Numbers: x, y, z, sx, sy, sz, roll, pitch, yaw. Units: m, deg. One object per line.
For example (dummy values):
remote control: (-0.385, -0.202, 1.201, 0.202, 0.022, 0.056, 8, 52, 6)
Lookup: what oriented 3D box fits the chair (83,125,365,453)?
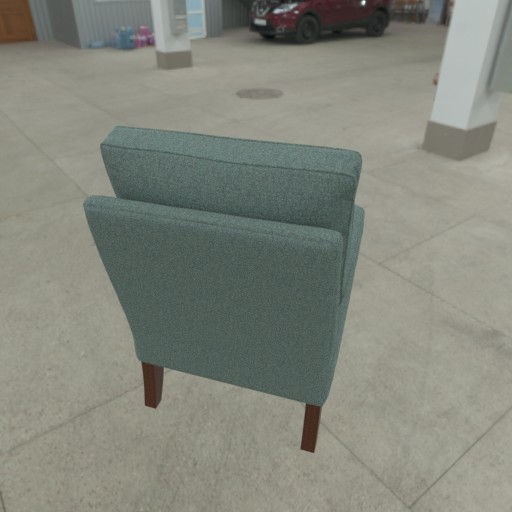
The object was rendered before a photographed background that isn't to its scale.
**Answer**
chair: (0.000, 0.000, 1.420, 0.624, 0.901, 0.796, 10, 34, 15)
